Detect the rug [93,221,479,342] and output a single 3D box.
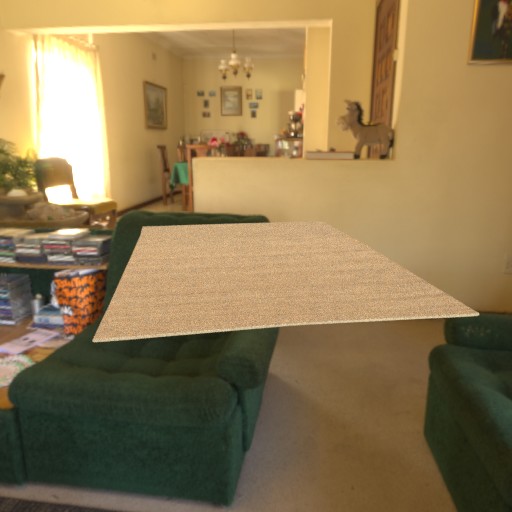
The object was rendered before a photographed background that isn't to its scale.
[{"bbox_3d":[0.000,0.000,2.880,1.624,0.030,2.264,-2,15,-9],"label":"rug"}]
